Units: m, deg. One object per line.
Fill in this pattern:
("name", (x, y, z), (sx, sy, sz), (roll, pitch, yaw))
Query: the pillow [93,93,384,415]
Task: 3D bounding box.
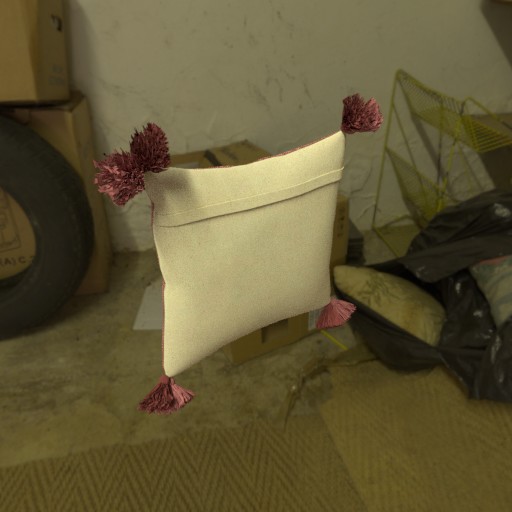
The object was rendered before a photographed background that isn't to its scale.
("pillow", (0.000, 0.000, 0.979), (0.641, 0.659, 0.138), (-19, 36, -28))
